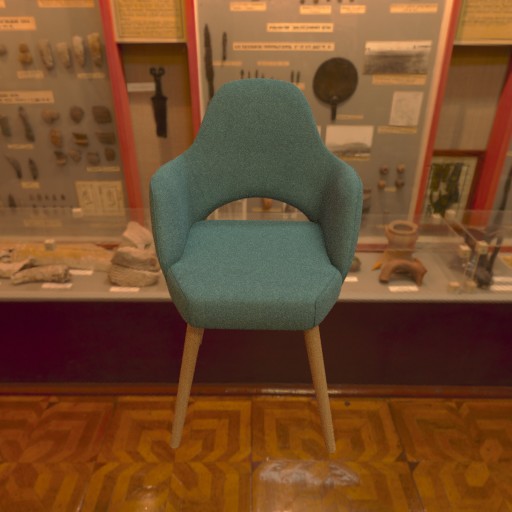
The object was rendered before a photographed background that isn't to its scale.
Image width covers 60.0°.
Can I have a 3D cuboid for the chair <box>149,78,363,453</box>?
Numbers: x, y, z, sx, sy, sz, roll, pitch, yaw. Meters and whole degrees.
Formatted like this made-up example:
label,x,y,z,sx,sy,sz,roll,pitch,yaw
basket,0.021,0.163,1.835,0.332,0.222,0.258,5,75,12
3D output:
label,x,y,z,sx,sy,sz,roll,pitch,yaw
chair,0.000,0.000,1.334,0.589,0.920,0.666,1,29,2
